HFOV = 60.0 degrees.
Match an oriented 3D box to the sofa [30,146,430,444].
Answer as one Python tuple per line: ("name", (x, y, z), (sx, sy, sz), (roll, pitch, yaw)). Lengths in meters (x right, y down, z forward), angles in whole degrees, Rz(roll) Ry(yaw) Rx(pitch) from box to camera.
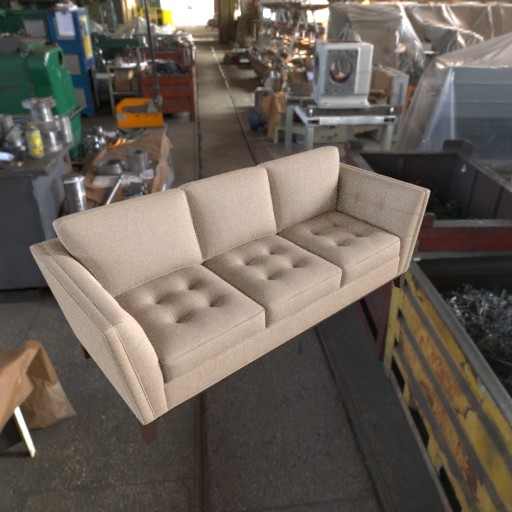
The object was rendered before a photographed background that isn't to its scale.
("sofa", (0.000, 0.000, 2.875), (2.388, 0.940, 0.965), (-23, 37, -34))
